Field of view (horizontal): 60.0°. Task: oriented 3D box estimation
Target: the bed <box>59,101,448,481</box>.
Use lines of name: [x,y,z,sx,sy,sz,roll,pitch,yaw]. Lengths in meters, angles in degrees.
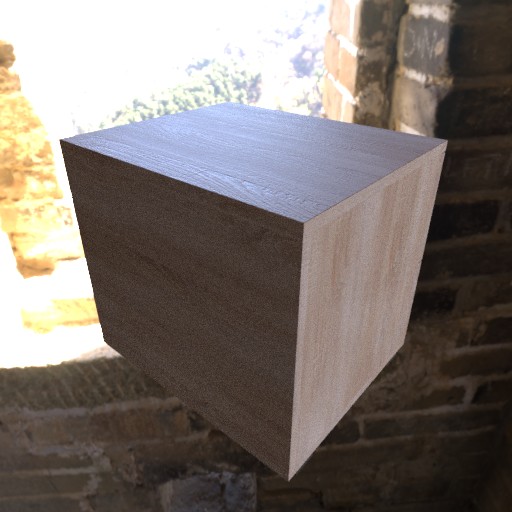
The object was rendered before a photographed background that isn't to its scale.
bed: [0.000,0.000,0.791,0.460,0.420,0.401,23,37,34]
